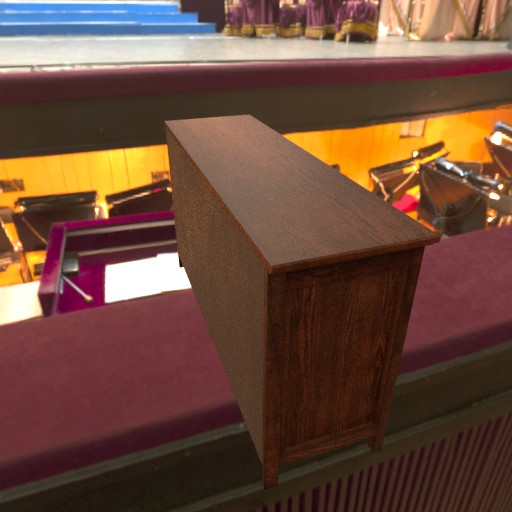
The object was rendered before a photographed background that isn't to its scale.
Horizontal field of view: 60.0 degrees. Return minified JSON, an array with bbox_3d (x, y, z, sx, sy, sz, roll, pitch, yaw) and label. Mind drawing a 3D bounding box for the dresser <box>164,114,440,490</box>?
[{"bbox_3d":[0.000,0.000,1.909,0.463,0.856,1.551,-10,31,-17],"label":"dresser"}]
